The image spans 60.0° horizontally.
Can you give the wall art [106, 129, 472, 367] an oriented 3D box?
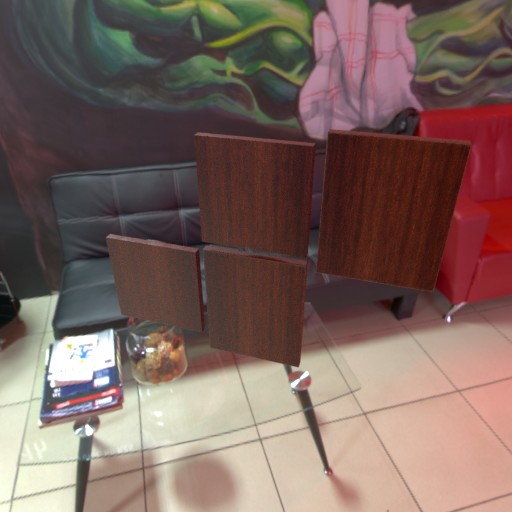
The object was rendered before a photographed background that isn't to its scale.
[{"bbox_3d":[0.000,0.000,0.836,0.635,0.497,0.030,9,33,15],"label":"wall art"}]
